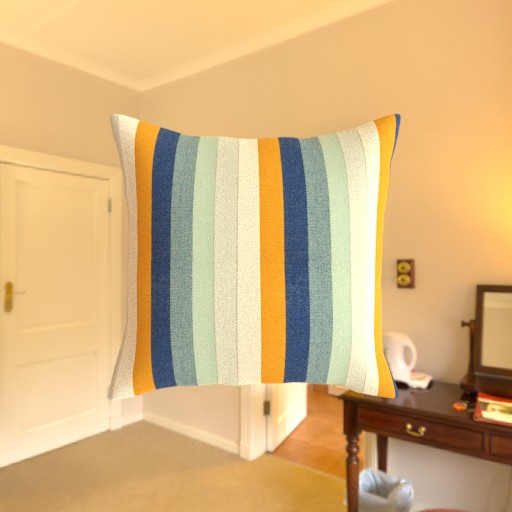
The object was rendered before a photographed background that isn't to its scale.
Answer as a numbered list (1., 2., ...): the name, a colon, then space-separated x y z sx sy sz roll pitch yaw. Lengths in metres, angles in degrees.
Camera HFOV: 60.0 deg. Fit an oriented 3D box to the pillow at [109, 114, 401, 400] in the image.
1. pillow: 0.000 0.000 0.706 0.463 0.454 0.173 0 0 -1
